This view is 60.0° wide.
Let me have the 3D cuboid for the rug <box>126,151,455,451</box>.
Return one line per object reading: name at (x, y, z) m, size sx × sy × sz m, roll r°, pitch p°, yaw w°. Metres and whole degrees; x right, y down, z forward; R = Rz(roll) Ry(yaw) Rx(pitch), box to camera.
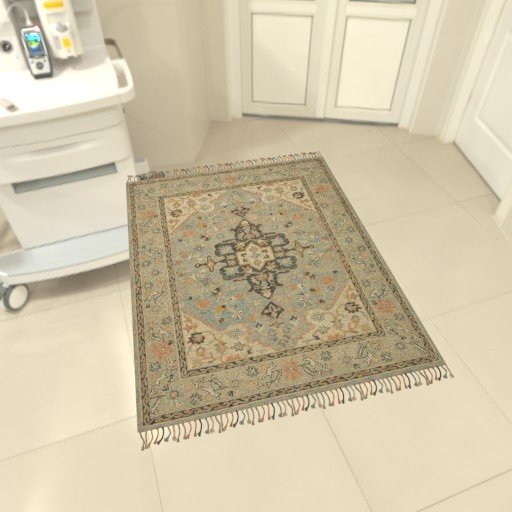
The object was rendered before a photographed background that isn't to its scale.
rug at (0.000, 0.000, 2.295) m, size 1.278 × 0.009 × 1.730 m, roll -9°, pitch 47°, yaw -9°
